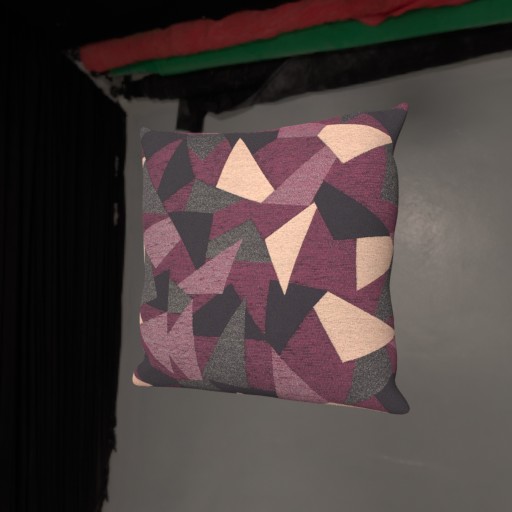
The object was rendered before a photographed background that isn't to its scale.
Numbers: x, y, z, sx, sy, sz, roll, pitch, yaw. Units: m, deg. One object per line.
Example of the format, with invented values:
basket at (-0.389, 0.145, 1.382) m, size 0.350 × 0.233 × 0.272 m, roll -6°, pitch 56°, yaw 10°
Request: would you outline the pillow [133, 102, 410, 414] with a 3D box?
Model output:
pillow at (0.000, 0.000, 0.768) m, size 0.503 × 0.496 × 0.208 m, roll 0°, pitch 0°, yaw 19°
